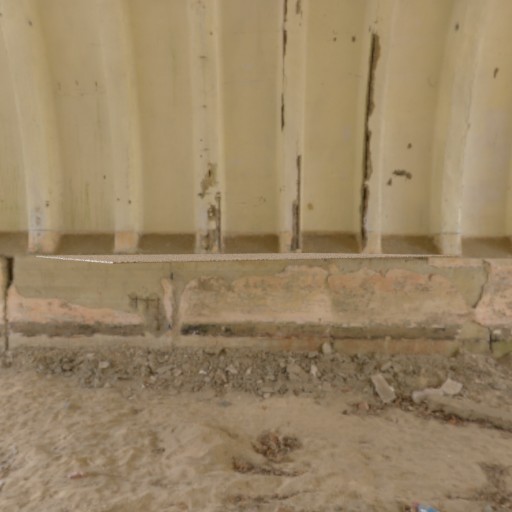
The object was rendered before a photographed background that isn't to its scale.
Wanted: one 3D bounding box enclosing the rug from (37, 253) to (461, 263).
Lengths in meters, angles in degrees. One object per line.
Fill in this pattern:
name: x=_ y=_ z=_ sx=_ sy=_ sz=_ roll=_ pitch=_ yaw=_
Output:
rug: x=0.000 y=0.000 z=2.982 sx=2.428 sy=0.007 sz=1.519 roll=-1 pitch=1 yaw=-36
